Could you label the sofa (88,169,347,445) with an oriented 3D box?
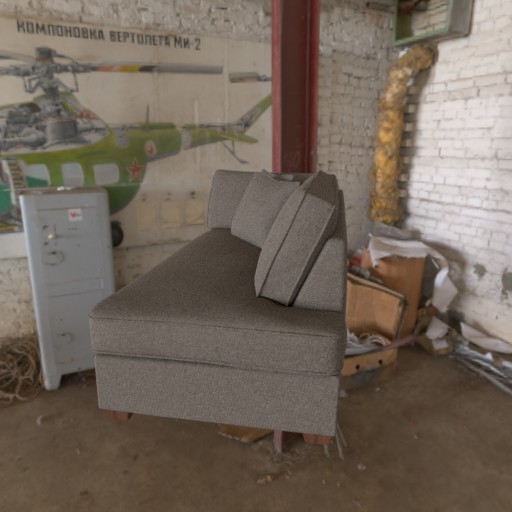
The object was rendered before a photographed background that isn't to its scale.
[{"bbox_3d":[0.000,0.000,2.816,1.110,1.033,2.237,3,15,10],"label":"sofa"}]
